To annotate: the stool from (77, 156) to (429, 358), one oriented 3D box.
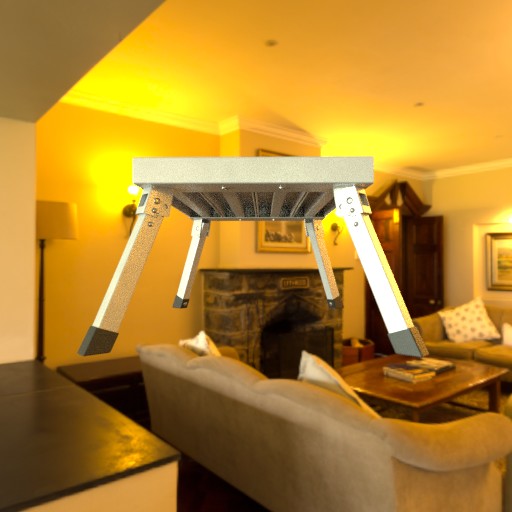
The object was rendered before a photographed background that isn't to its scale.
[{"bbox_3d":[0.000,0.000,0.741,0.385,0.225,0.535,0,-1,1],"label":"stool"}]
